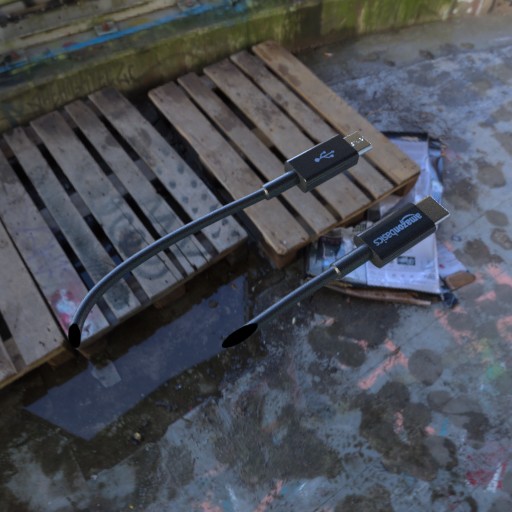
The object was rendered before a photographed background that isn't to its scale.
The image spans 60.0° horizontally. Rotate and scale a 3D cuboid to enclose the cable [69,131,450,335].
[{"bbox_3d":[0.000,0.000,0.111,0.098,0.006,0.040,-31,63,-17],"label":"cable"}]
